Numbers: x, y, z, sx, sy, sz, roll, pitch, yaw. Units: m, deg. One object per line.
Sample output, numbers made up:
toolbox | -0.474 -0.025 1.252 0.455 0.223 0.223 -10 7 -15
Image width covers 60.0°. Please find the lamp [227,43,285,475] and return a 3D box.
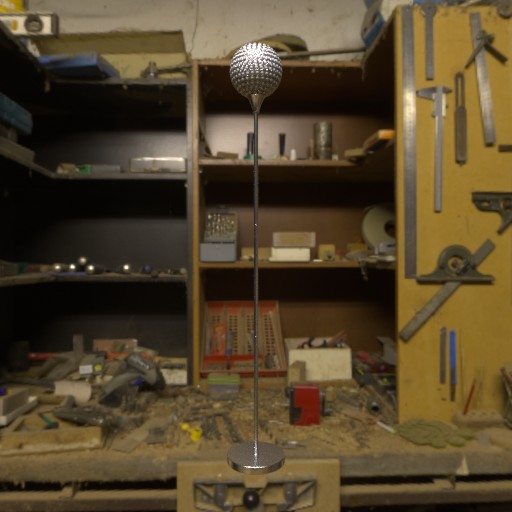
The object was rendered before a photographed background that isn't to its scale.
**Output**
lamp | 0.000 0.000 1.947 0.254 1.805 0.254 0 1 0
